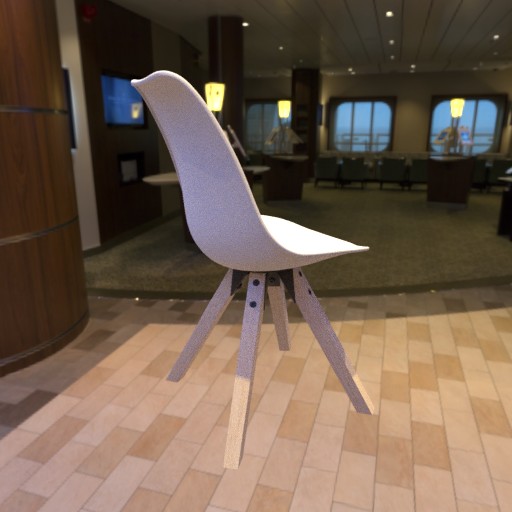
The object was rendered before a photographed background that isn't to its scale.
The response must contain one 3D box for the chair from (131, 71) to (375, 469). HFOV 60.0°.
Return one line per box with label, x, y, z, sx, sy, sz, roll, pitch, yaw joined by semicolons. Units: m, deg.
chair;0.000;0.000;1.157;0.550;0.850;0.485;-9;18;-28
